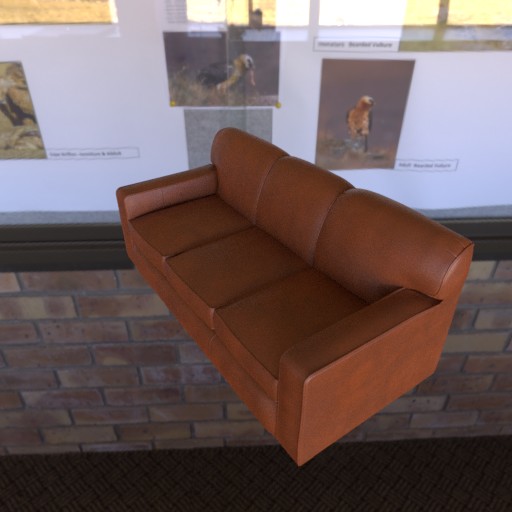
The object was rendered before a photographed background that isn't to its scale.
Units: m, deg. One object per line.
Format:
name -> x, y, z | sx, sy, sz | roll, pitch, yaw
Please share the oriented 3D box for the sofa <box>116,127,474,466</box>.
sofa -> 0.000, 0.000, 2.616 | 1.008, 0.953, 2.039 | -21, 39, -28
